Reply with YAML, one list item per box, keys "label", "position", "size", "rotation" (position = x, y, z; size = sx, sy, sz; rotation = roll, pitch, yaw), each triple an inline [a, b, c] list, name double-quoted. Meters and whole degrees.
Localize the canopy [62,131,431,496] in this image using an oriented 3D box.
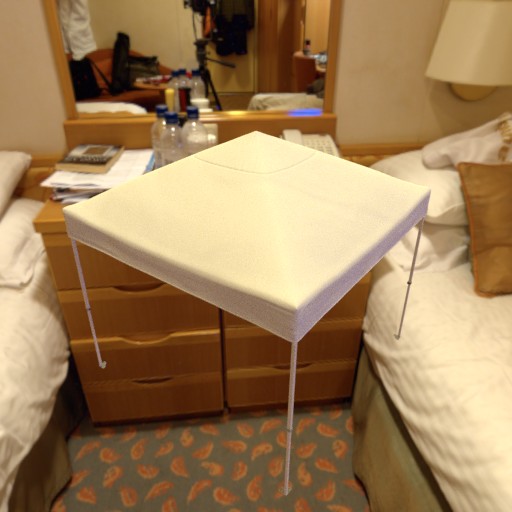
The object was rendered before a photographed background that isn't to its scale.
- label: "canopy"
  position: [0.000, 0.000, 5.362]
  size: [2.998, 2.997, 2.996]
  rotation: [20, 35, 31]
